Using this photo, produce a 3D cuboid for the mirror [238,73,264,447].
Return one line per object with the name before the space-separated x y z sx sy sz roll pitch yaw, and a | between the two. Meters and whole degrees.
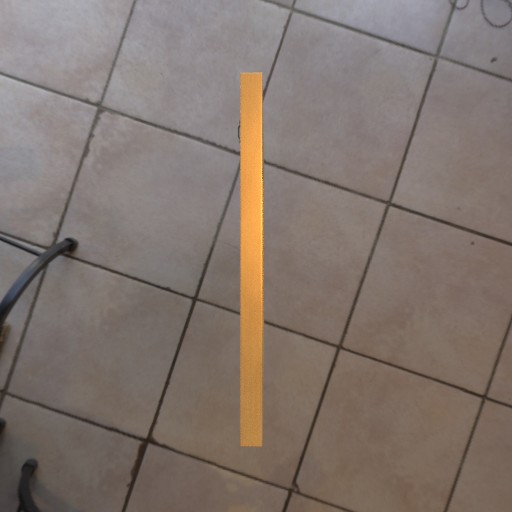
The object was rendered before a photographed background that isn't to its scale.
mirror | 0.000 0.000 1.178 0.040 0.915 0.609 0 91 1
